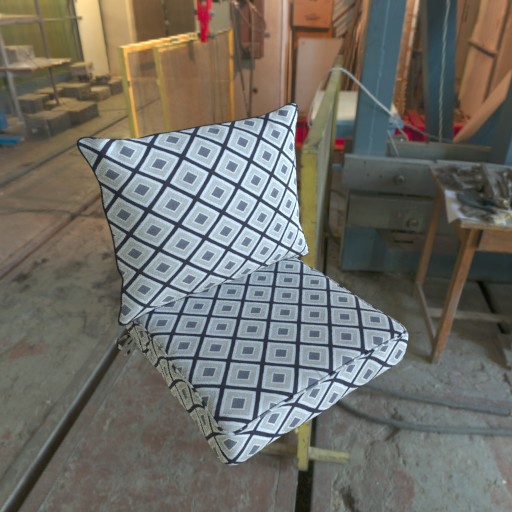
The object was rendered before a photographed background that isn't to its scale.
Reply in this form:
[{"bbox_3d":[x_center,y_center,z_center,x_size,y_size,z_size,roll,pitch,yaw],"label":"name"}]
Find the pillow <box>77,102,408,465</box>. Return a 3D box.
[{"bbox_3d":[0.000,0.000,1.343,0.798,0.722,0.733,-20,36,-30],"label":"pillow"}]
